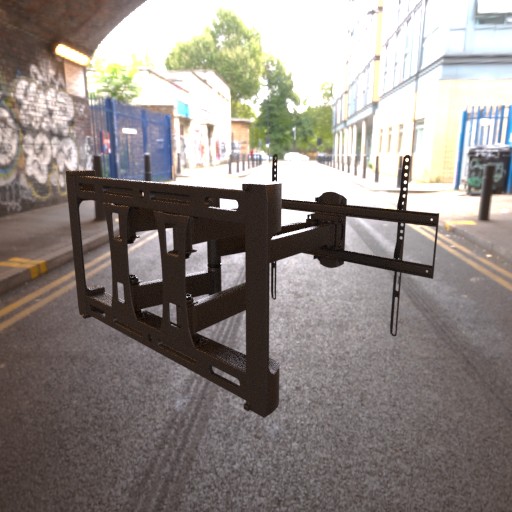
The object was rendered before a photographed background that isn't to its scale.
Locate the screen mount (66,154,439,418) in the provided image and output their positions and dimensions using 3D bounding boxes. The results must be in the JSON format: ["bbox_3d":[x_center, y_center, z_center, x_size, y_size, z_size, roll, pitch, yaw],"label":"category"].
[{"bbox_3d":[0.000,0.000,1.103,0.661,0.491,0.644,13,18,43],"label":"screen mount"}]
